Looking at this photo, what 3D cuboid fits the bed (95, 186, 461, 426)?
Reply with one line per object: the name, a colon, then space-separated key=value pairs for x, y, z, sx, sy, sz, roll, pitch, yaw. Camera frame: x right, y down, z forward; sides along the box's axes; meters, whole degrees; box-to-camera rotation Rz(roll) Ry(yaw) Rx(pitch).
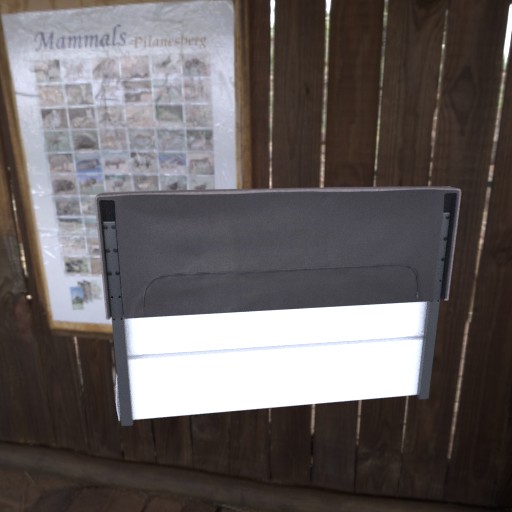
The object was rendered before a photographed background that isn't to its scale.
bed: x=0.000 y=0.000 z=2.896 sx=1.610 sy=1.089 sz=1.894 roll=-2 pitch=15 yaw=-8
